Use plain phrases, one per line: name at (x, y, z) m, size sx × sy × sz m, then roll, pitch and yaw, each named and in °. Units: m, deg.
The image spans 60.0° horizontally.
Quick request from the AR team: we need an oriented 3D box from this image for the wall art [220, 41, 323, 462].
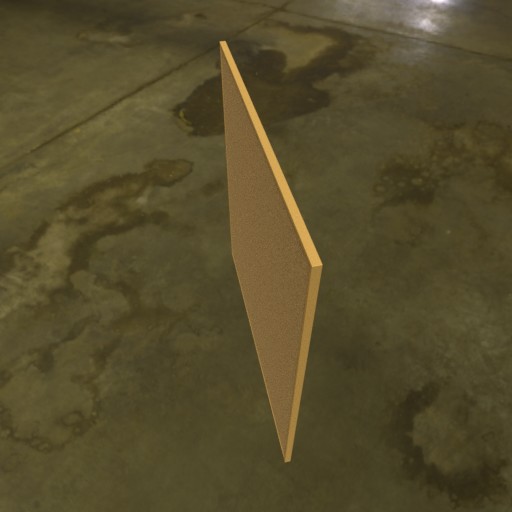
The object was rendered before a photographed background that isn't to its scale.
wall art at (0.000, 0.000, 0.966) m, size 0.014 × 0.655 × 0.657 m, roll -9°, pitch 48°, yaw -8°
